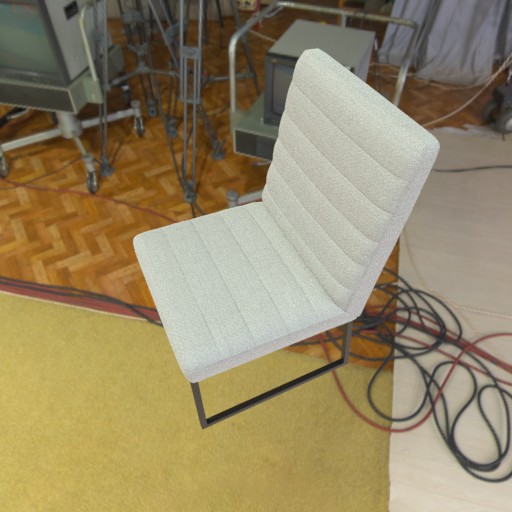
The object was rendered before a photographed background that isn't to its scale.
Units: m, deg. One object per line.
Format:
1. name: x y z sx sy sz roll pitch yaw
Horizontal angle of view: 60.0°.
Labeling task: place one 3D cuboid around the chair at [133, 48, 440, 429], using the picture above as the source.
1. chair: 0.000 0.000 1.307 0.634 0.930 0.520 -19 51 -16
